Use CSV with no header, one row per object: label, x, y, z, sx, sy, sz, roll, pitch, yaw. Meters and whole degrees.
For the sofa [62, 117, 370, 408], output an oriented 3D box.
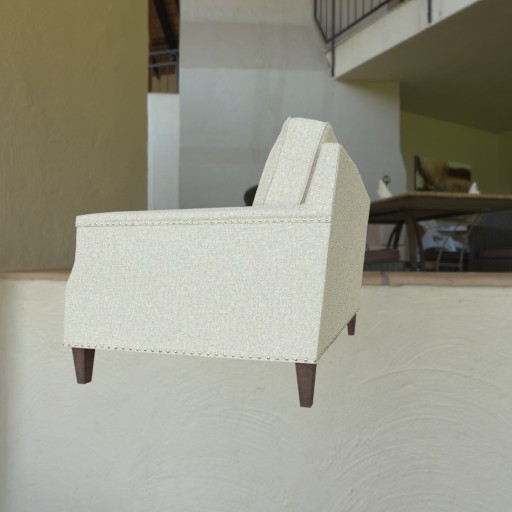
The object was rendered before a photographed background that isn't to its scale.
sofa,0.000,0.000,2.287,1.084,1.003,1.597,0,0,18
